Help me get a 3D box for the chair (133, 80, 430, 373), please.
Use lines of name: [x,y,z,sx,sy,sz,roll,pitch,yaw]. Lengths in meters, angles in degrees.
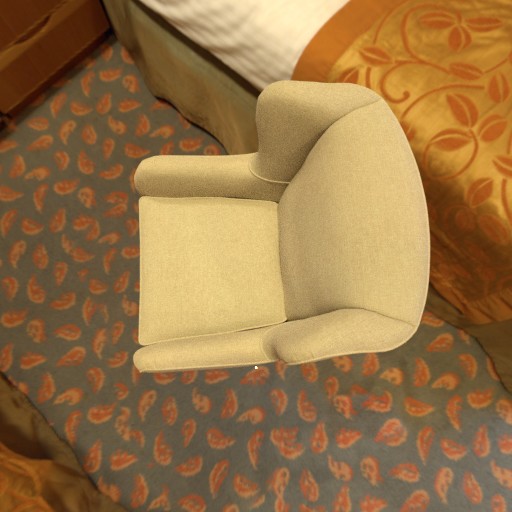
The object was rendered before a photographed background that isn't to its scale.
chair: [0.000,0.000,1.718,0.966,1.040,0.838,-3,76,-1]
